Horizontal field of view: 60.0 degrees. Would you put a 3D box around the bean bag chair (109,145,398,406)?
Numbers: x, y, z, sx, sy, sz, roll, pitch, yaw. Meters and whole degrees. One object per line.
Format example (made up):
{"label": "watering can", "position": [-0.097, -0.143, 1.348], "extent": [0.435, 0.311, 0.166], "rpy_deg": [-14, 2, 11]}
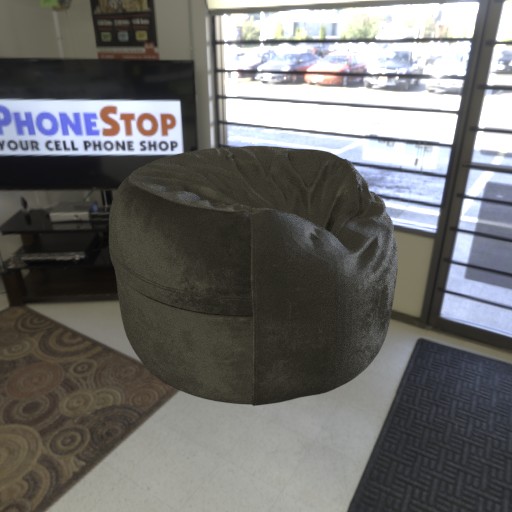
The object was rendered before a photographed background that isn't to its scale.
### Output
{"label": "bean bag chair", "position": [0.000, 0.000, 1.492], "extent": [0.918, 0.605, 0.918], "rpy_deg": [0, 26, 0]}
